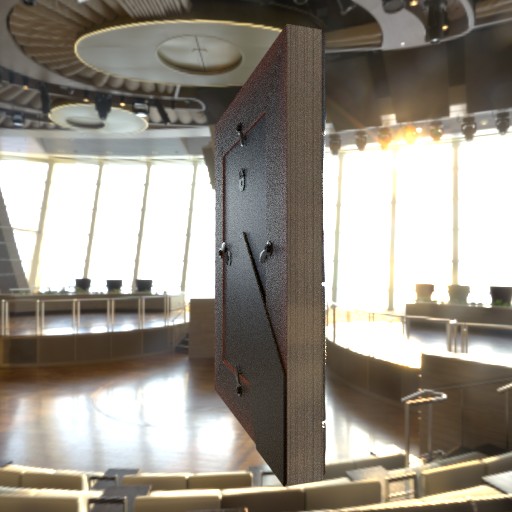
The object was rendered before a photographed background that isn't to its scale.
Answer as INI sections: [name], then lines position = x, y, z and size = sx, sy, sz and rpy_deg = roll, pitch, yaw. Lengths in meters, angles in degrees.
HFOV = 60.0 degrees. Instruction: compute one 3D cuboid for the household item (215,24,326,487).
[household item]
position = 0.000, 0.000, 0.288
size = 0.025, 0.216, 0.165
rpy_deg = 0, -1, -17
